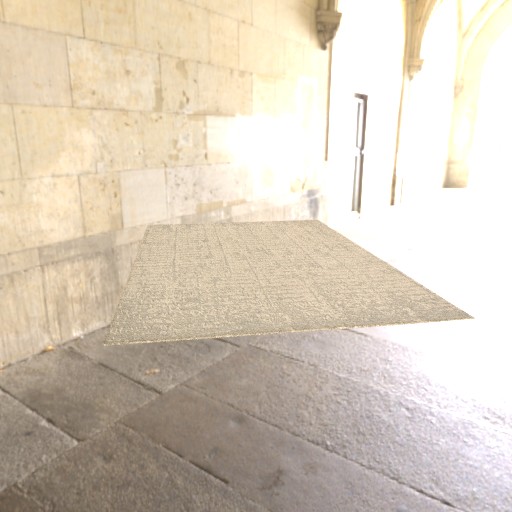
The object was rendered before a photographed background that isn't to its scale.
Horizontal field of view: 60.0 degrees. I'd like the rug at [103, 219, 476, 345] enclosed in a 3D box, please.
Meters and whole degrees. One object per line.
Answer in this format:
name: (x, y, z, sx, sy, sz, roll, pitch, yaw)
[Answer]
rug: (0.000, 0.000, 2.272, 1.211, 0.007, 1.827, -2, 15, -9)
